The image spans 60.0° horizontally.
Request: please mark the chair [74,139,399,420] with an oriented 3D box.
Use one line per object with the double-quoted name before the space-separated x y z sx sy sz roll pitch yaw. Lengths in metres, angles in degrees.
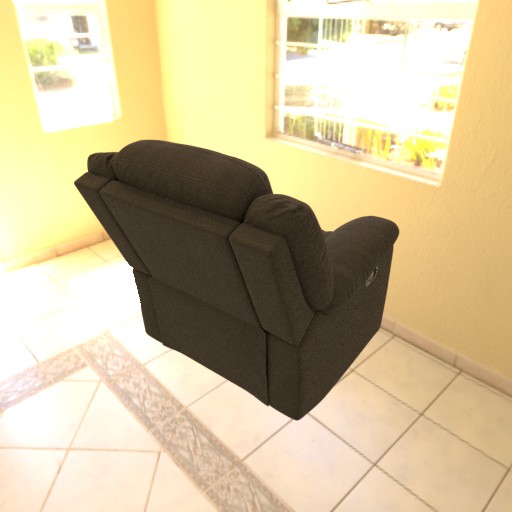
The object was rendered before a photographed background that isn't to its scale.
"chair" 0.000 0.000 1.741 0.899 1.008 0.944 20 36 31
